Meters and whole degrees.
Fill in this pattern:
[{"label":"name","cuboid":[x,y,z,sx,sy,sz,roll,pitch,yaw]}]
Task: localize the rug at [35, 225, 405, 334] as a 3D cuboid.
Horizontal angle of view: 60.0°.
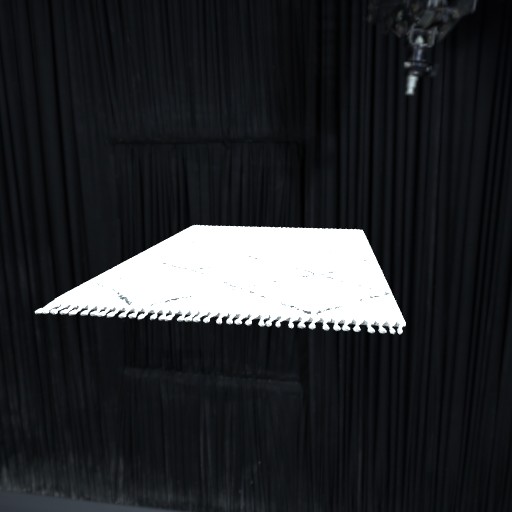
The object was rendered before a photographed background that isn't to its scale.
[{"label":"rug","cuboid":[0.000,0.000,2.828,1.494,0.031,2.307,2,13,9]}]
